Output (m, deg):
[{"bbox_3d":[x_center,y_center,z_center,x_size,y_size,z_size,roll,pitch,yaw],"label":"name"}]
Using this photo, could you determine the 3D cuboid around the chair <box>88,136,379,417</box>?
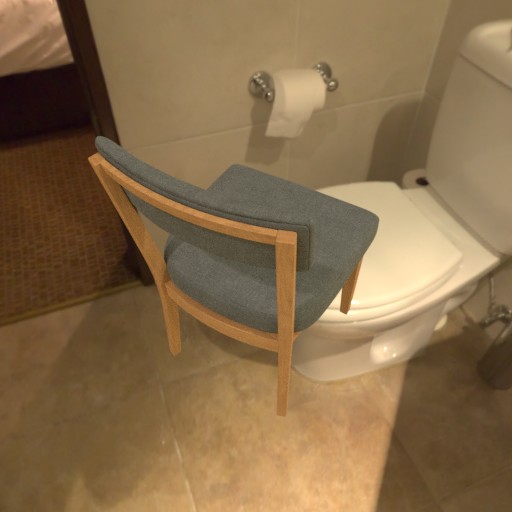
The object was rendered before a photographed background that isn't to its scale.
[{"bbox_3d":[0.000,0.000,1.221,0.508,0.832,0.572,24,51,21],"label":"chair"}]
